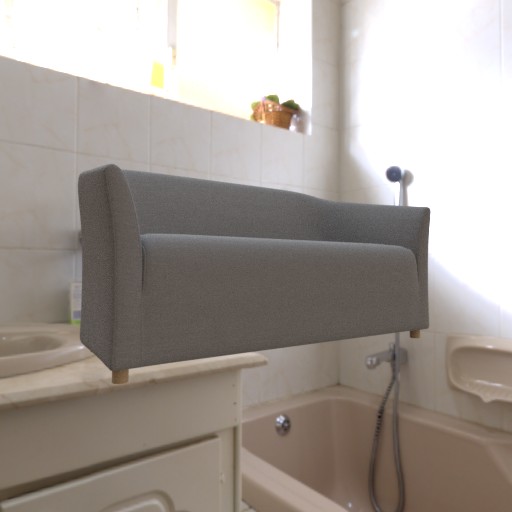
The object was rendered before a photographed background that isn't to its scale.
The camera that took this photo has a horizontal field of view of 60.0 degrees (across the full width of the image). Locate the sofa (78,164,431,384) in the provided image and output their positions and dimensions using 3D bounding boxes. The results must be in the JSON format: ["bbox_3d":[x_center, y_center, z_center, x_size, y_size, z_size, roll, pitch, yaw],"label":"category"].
[{"bbox_3d":[0.000,0.000,1.840,1.452,0.721,0.705,1,-2,-36],"label":"sofa"}]
